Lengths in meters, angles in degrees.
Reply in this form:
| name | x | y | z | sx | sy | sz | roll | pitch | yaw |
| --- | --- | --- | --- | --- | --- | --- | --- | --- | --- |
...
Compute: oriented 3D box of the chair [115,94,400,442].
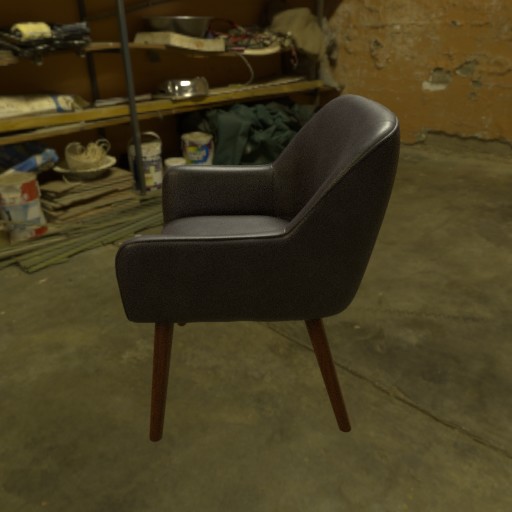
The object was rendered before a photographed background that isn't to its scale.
| name | x | y | z | sx | sy | sz | roll | pitch | yaw |
| --- | --- | --- | --- | --- | --- | --- | --- | --- | --- |
| chair | 0.000 | 0.000 | 1.245 | 0.610 | 0.828 | 0.610 | 0 | 26 | -1 |
